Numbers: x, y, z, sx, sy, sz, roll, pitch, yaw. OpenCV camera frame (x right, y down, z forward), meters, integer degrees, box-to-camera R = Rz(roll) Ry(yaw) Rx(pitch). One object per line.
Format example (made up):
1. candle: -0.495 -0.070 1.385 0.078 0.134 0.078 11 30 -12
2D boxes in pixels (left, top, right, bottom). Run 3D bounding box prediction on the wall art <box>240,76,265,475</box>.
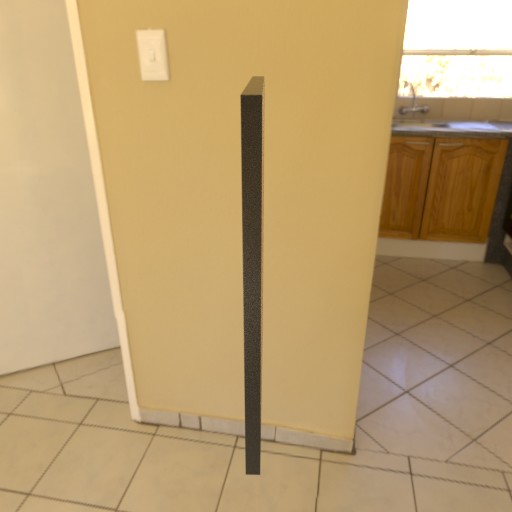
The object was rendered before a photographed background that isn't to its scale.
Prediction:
1. wall art: 0.000 0.000 1.436 0.043 1.046 0.788 1 24 1
